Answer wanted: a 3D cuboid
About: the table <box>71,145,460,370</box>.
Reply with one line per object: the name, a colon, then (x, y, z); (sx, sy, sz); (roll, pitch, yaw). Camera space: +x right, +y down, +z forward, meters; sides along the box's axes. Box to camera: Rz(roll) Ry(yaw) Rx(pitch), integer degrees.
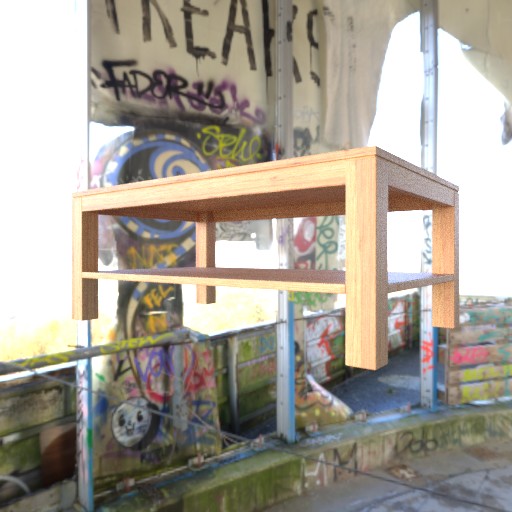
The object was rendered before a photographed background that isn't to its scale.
table: (0.000, 0.000, 1.522); (1.146, 0.457, 0.695); (0, 1, 38)
